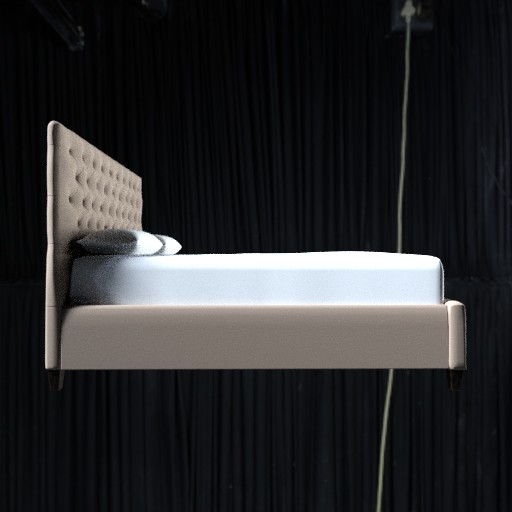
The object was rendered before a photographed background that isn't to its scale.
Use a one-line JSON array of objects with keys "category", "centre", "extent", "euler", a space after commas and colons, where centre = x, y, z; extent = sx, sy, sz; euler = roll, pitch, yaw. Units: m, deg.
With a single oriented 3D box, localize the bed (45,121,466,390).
[{"category": "bed", "centre": [0.000, 0.000, 3.164], "extent": [2.233, 1.426, 1.696], "euler": [0, 0, 0]}]
